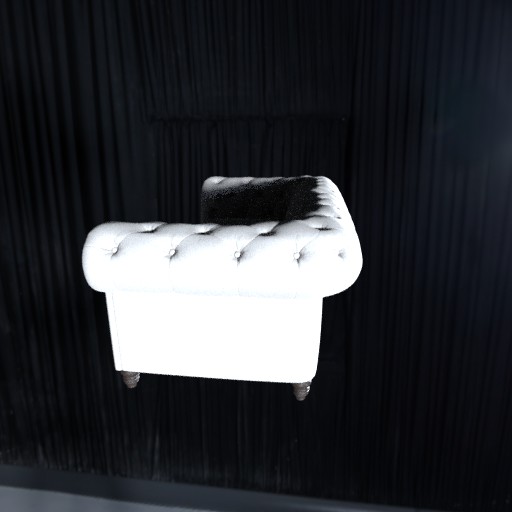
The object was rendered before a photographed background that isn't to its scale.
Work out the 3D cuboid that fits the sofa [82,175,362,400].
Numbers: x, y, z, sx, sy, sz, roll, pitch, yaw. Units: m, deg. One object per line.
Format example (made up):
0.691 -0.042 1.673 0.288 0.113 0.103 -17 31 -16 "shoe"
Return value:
0.000 0.000 2.478 0.986 0.764 1.998 2 16 7 "sofa"
